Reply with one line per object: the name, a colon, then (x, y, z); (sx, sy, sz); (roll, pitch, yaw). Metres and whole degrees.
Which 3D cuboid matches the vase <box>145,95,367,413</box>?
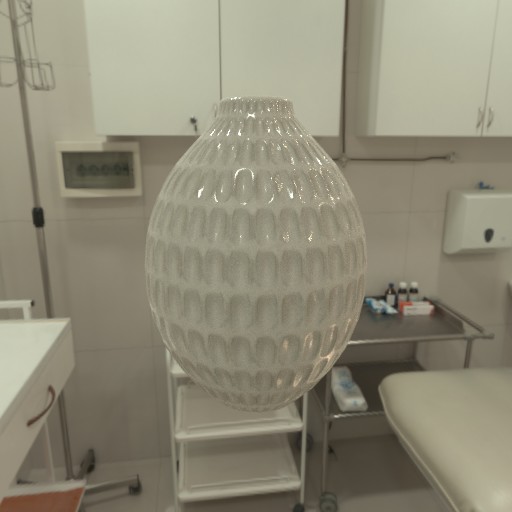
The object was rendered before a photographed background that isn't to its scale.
vase: (0.000, 0.000, 0.331); (0.162, 0.223, 0.162); (0, 15, 0)
